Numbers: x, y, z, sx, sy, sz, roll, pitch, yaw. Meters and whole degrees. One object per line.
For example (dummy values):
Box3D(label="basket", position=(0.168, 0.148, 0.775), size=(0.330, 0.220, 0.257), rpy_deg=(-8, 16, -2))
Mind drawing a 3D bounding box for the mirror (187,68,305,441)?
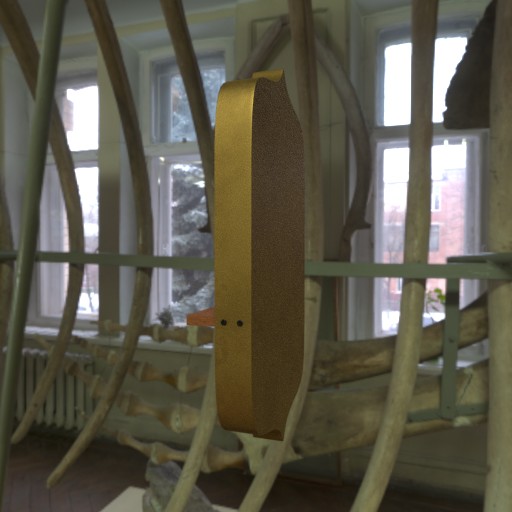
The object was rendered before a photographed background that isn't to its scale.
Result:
Box3D(label="mirror", position=(0.000, 0.000, 0.744), size=(0.096, 0.613, 0.323), rpy_deg=(0, 1, 19))
